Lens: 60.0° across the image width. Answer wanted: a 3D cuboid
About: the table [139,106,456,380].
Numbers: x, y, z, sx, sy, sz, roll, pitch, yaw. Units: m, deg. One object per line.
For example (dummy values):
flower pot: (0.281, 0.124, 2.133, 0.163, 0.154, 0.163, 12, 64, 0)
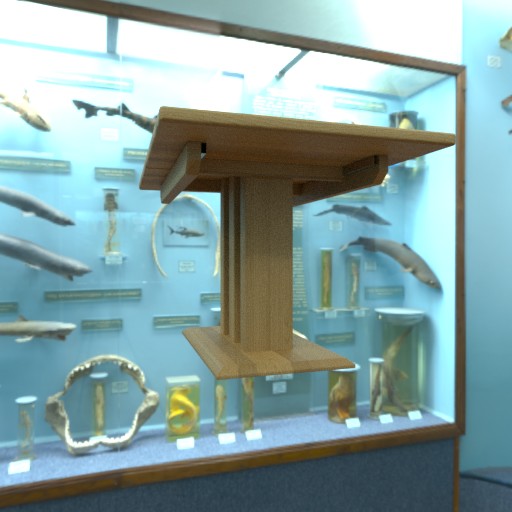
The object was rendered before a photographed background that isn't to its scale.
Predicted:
table: (0.000, 0.000, 1.861, 0.900, 0.770, 1.300, 0, 1, -17)
